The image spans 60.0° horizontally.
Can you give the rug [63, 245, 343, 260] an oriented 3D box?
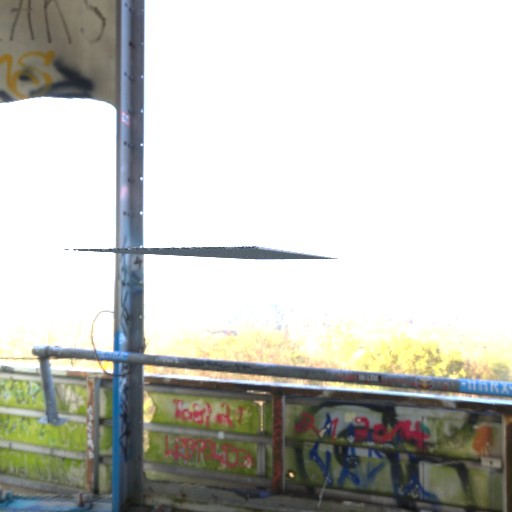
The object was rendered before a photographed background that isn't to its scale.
[{"bbox_3d":[0.000,0.000,2.755,0.786,0.013,2.480,0,-1,18],"label":"rug"}]
